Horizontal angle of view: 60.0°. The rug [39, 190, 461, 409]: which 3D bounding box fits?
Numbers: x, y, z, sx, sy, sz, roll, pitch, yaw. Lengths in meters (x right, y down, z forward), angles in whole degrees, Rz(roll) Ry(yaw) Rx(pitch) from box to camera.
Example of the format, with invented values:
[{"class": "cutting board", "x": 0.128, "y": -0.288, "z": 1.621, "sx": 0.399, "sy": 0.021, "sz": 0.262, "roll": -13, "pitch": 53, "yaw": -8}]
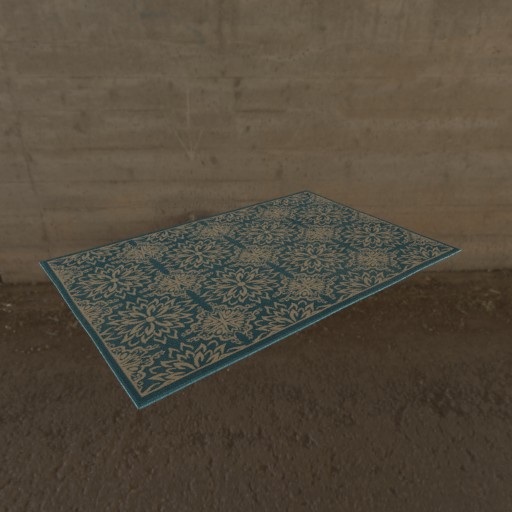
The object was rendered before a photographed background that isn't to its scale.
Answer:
[{"class": "rug", "x": 0.000, "y": 0.000, "z": 2.300, "sx": 1.833, "sy": 0.012, "sz": 1.211, "roll": -19, "pitch": 33, "yaw": -32}]
